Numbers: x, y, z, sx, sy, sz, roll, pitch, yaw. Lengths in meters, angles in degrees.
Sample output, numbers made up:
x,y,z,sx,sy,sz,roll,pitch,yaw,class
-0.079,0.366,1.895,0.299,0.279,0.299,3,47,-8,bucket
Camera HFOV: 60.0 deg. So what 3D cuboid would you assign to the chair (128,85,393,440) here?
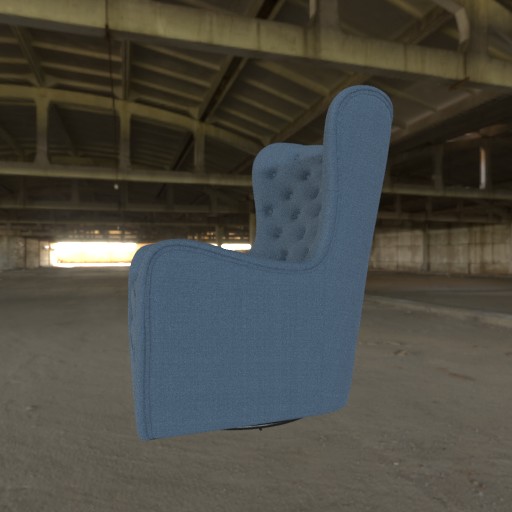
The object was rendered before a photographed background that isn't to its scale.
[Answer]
x,y,z,sx,sy,sz,roll,pitch,yaw,class
0.000,0.000,1.699,0.930,1.079,0.831,0,0,-17,chair
